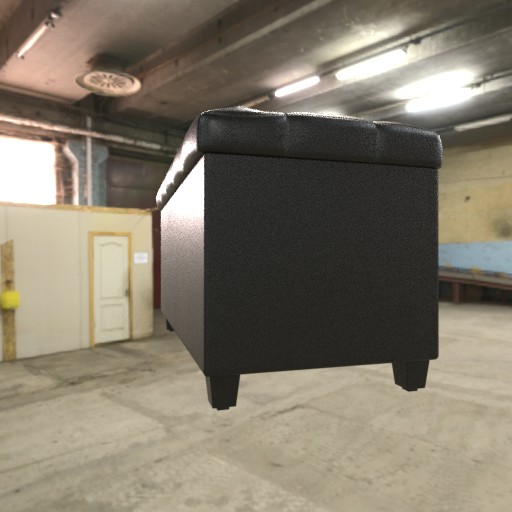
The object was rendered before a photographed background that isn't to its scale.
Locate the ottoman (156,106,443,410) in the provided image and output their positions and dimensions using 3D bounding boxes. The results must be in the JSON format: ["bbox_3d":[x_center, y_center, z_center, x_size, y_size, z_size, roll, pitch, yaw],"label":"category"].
[{"bbox_3d":[0.000,0.000,1.085,0.432,0.470,0.838,0,0,-16],"label":"ottoman"}]
